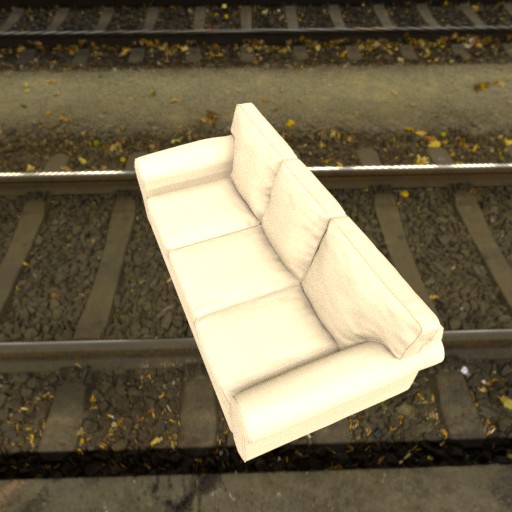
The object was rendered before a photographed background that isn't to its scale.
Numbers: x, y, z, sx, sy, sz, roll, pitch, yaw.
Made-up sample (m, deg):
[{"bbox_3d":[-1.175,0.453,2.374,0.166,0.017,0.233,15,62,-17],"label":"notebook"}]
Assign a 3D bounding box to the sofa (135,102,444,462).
[{"bbox_3d":[0.000,0.000,2.649,0.998,0.889,2.118,-17,49,-16],"label":"sofa"}]
